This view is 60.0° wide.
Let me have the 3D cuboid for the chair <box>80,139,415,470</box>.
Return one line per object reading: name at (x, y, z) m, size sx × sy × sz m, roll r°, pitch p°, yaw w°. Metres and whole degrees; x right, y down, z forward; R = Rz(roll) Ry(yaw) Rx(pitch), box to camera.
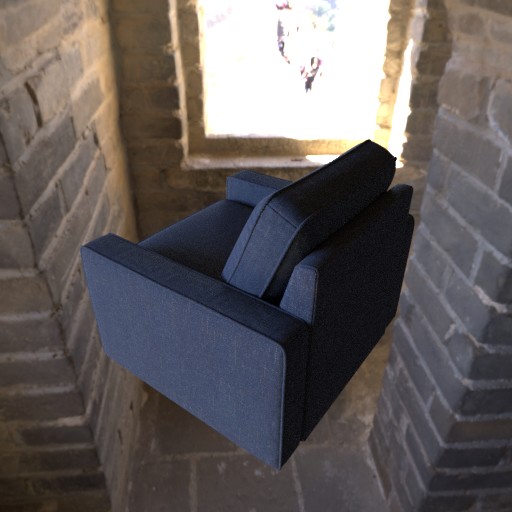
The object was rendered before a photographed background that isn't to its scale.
chair at (0.000, 0.000, 1.797) m, size 0.940 × 0.919 × 1.017 m, roll 21°, pitch 38°, yaw 31°
